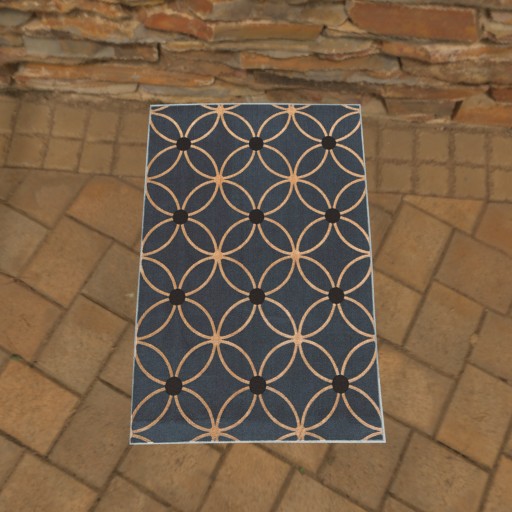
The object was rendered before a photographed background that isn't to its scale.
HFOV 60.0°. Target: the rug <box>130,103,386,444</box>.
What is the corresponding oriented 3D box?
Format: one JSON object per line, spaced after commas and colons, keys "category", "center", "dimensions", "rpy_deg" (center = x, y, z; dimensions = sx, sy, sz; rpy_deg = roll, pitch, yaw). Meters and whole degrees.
{"category": "rug", "center": [0.000, 0.000, 2.903], "dimensions": [1.522, 0.008, 2.284], "rpy_deg": [0, 75, 0]}
